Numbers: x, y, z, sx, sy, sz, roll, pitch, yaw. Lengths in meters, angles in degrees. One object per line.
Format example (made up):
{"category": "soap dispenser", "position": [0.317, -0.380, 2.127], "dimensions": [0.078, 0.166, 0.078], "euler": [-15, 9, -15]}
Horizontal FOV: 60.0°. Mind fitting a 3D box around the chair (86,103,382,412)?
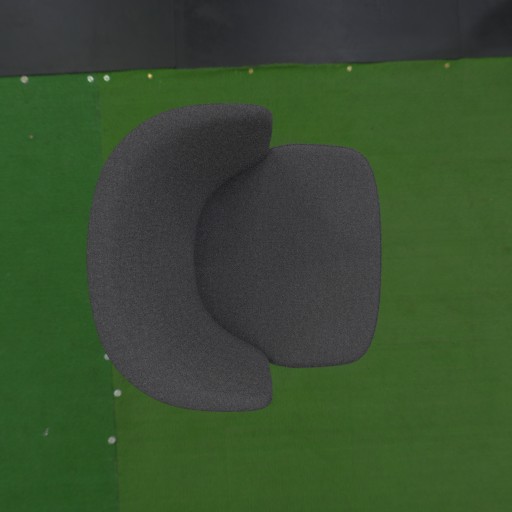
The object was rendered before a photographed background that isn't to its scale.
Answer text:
{"category": "chair", "position": [0.000, 0.000, 1.242], "dimensions": [0.698, 0.695, 0.639], "euler": [0, 91, -1]}
